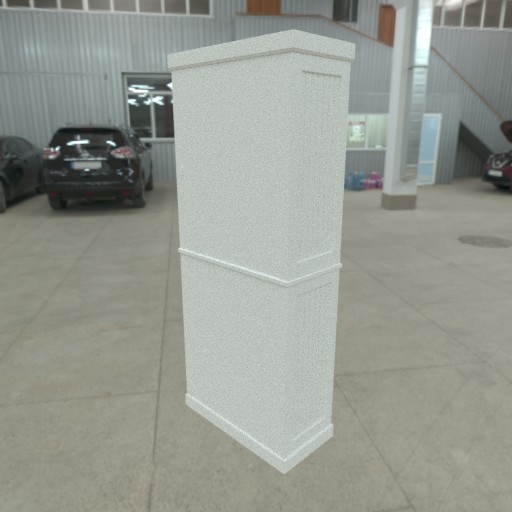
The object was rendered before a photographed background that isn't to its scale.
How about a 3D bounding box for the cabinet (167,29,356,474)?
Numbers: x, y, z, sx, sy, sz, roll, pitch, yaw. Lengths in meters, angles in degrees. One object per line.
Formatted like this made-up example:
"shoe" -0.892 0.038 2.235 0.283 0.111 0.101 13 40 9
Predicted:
"cabinet" 0.000 0.000 2.141 0.390 1.829 0.754 -15 22 -43
